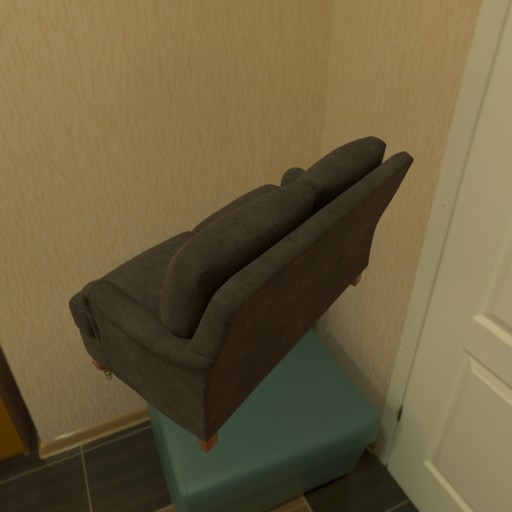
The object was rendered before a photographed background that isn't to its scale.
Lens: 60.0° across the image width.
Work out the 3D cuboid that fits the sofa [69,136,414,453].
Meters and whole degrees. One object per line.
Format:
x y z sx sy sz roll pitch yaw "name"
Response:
0.000 0.000 2.558 1.084 1.101 1.853 21 38 29 "sofa"
